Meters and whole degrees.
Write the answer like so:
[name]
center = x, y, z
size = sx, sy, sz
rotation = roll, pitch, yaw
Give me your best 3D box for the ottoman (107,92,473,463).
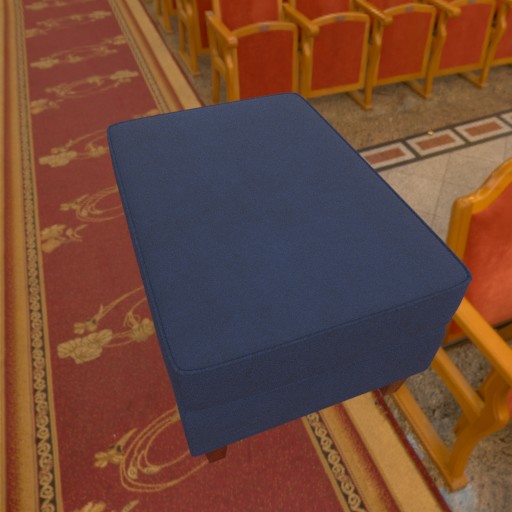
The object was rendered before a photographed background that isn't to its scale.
[ottoman]
center = 0.000, 0.000, 1.355
size = 0.686, 0.584, 0.965
rotation = -15, 48, -14
